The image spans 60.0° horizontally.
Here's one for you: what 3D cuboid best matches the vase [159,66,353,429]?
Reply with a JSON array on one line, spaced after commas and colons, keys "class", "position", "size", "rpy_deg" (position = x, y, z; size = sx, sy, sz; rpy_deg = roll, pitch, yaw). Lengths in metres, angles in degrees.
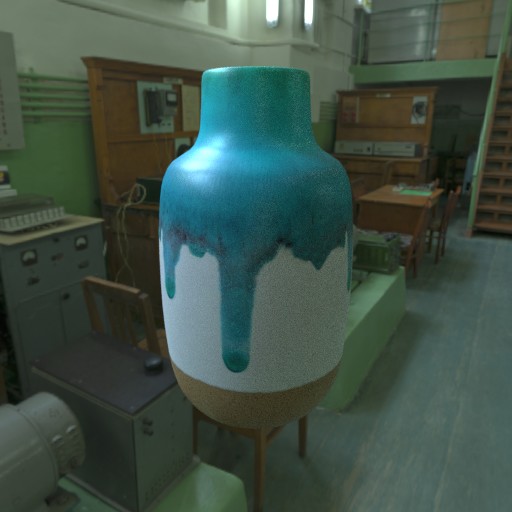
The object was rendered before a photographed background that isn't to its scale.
[{"class": "vase", "position": [0.000, 0.000, 0.248], "size": [0.106, 0.192, 0.106], "rpy_deg": [0, 18, 0]}]
